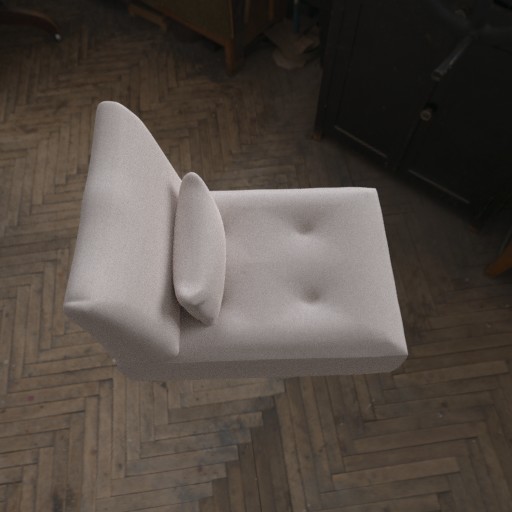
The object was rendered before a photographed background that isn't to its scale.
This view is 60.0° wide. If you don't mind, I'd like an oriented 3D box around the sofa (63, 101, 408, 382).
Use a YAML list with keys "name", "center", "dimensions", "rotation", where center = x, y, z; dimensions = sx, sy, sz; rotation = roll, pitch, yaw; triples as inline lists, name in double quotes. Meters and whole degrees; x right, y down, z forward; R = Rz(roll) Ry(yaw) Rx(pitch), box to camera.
- name: "sofa"
  center: [0.000, 0.000, 1.537]
  dimensions: [1.000, 0.820, 0.700]
  rotation: [-2, 63, -1]
